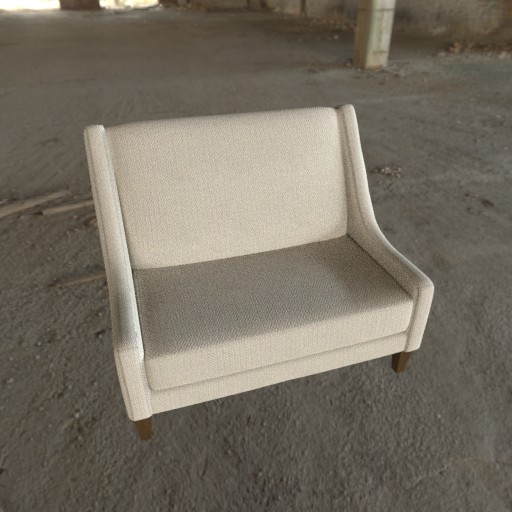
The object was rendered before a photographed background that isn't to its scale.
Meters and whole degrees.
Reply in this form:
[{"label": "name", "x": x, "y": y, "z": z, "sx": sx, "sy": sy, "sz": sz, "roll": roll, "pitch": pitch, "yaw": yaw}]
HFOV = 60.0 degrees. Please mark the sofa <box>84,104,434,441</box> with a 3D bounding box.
[{"label": "sofa", "x": 0.000, "y": 0.000, "z": 1.900, "sx": 1.242, "sy": 1.022, "sz": 0.870, "roll": -10, "pitch": 33, "yaw": -15}]
